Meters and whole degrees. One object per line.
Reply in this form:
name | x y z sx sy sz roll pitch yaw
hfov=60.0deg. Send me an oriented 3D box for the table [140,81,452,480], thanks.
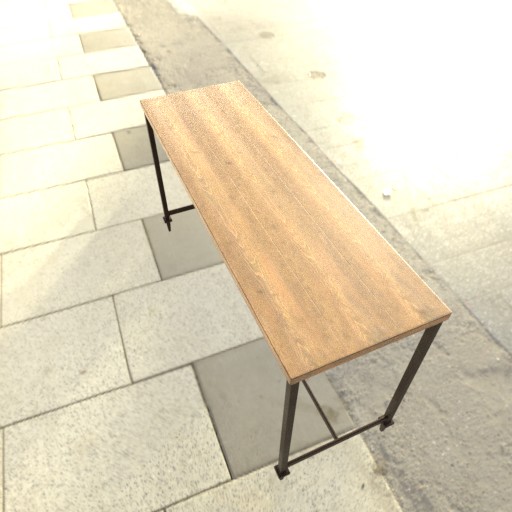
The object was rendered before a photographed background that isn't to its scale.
table | 0.000 0.000 2.117 0.551 0.902 1.700 -18 49 -16
